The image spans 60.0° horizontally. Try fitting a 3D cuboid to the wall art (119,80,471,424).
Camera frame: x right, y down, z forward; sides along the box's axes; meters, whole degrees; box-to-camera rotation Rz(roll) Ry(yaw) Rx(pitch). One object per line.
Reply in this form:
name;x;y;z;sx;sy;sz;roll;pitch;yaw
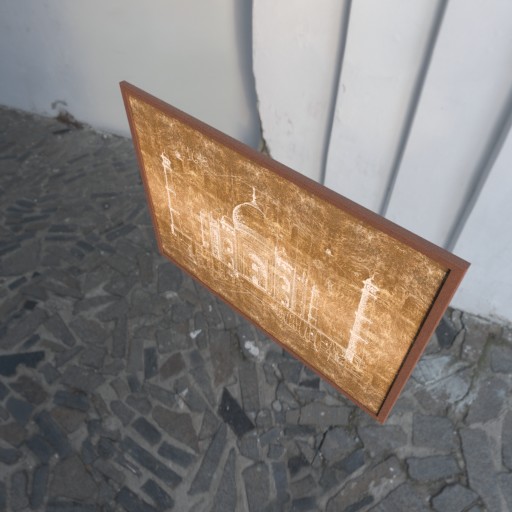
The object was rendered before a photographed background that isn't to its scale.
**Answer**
wall art;0.000;0.000;0.825;0.660;0.455;0.014;34;56;27
